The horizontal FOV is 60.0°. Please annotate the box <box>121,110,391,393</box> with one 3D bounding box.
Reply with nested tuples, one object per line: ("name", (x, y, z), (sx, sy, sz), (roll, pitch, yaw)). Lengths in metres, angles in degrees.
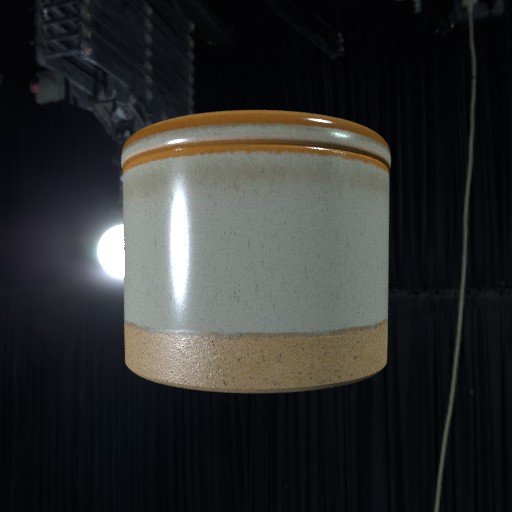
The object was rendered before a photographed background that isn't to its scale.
("box", (0.000, 0.000, 0.211), (0.123, 0.100, 0.123), (0, -1, 0))
